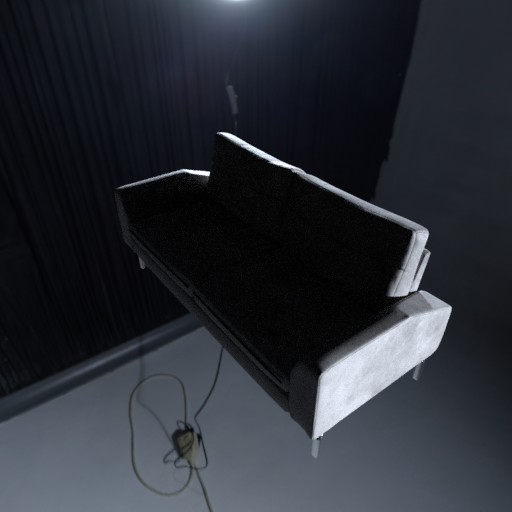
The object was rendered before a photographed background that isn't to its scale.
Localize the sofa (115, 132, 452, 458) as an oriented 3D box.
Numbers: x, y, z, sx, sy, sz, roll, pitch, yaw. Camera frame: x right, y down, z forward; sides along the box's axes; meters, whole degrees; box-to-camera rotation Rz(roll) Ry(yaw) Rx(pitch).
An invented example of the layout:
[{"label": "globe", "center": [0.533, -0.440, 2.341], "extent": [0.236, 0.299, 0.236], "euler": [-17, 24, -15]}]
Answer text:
[{"label": "sofa", "center": [0.000, 0.000, 2.412], "extent": [0.849, 0.859, 1.837], "euler": [-23, 40, -30]}]
